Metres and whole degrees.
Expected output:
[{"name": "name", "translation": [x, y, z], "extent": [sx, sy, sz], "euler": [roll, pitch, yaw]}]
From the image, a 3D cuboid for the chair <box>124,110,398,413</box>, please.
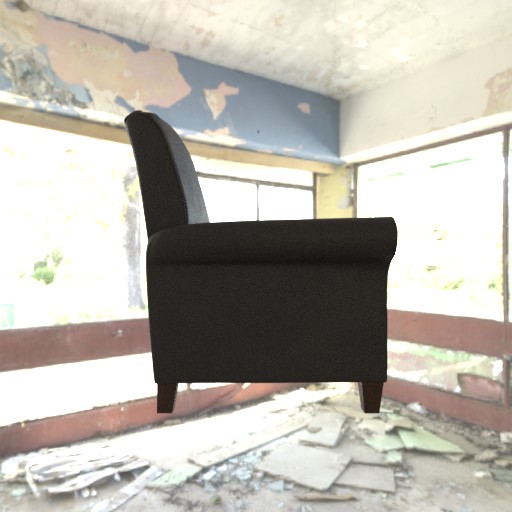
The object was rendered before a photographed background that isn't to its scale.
[{"name": "chair", "translation": [0.000, 0.000, 1.841], "extent": [0.902, 1.061, 0.978], "euler": [0, -1, 0]}]
